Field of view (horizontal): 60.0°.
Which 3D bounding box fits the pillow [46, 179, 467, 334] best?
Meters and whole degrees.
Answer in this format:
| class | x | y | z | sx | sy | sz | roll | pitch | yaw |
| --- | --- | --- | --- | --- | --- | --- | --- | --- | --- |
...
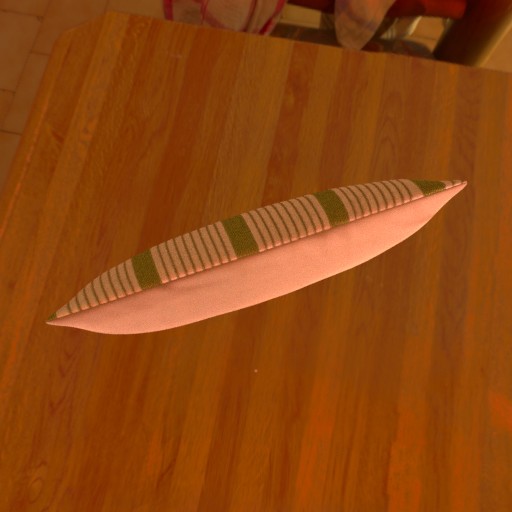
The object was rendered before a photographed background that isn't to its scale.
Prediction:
| class | x | y | z | sx | sy | sz | roll | pitch | yaw |
| --- | --- | --- | --- | --- | --- | --- | --- | --- | --- |
| pillow | 0.000 | 0.000 | 0.746 | 0.608 | 0.292 | 0.156 | -18 | 76 | -5 |
